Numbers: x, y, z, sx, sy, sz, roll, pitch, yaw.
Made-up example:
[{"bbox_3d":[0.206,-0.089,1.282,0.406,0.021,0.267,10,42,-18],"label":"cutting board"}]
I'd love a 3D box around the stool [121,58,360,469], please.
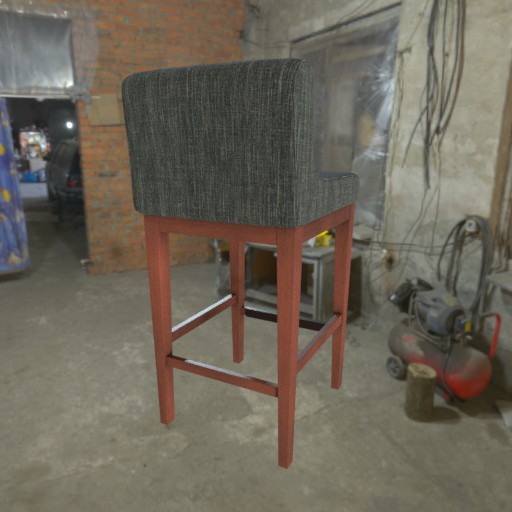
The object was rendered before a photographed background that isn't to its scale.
[{"bbox_3d":[0.000,0.000,1.102,0.395,0.835,0.459,8,16,27],"label":"stool"}]
